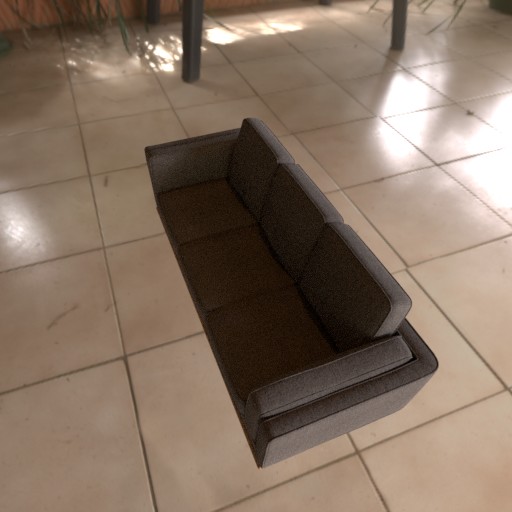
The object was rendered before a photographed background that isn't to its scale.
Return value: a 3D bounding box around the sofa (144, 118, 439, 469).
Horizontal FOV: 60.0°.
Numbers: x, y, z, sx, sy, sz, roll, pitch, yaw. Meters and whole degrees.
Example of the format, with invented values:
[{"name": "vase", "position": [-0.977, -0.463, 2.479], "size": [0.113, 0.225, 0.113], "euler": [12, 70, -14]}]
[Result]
[{"name": "sofa", "position": [0.000, 0.000, 2.799], "size": [0.903, 0.899, 2.362], "euler": [-16, 47, -15]}]
